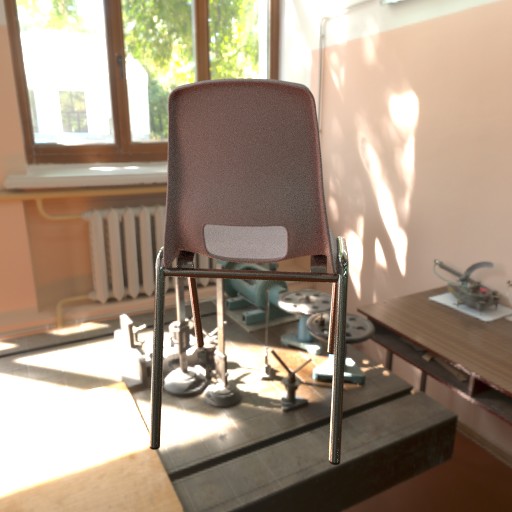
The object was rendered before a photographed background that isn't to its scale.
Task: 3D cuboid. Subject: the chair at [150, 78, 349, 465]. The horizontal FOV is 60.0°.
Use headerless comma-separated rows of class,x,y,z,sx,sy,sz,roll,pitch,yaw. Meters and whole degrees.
chair,0.000,0.000,0.931,0.381,0.653,0.436,2,16,7
